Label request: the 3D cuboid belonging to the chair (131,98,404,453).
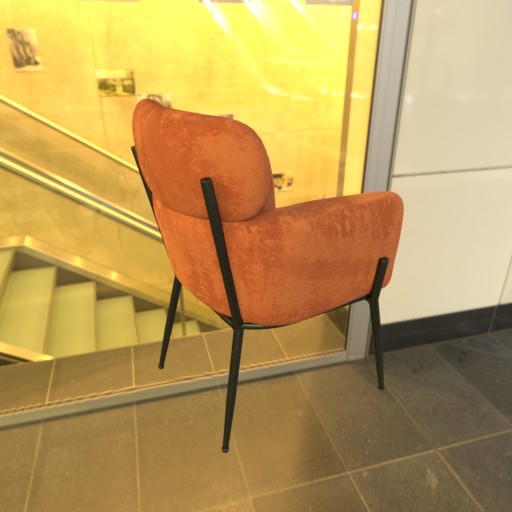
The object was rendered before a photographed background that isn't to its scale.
[{"bbox_3d":[0.000,0.000,1.142,0.523,0.772,0.561,-17,31,-31],"label":"chair"}]
